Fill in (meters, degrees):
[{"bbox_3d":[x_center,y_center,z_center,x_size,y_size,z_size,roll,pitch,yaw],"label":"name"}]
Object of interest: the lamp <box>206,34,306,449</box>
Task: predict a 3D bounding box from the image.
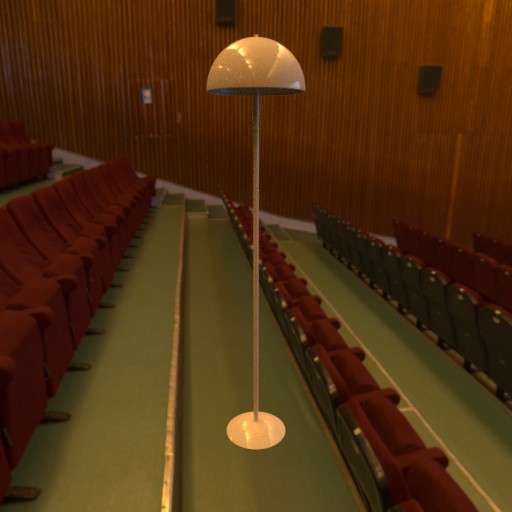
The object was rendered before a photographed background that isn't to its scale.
[{"bbox_3d":[0.000,0.000,1.626,0.328,1.480,0.328,-2,16,-9],"label":"lamp"}]
